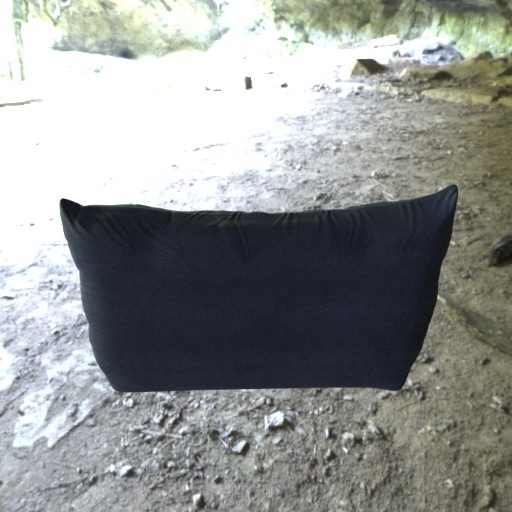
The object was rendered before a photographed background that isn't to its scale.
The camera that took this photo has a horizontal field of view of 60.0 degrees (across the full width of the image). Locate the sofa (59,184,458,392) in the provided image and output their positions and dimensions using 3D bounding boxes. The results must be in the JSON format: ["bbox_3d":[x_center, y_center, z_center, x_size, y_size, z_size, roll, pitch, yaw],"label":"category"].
[{"bbox_3d":[0.000,0.000,1.678,1.122,0.778,0.849,-1,29,-1],"label":"sofa"}]
